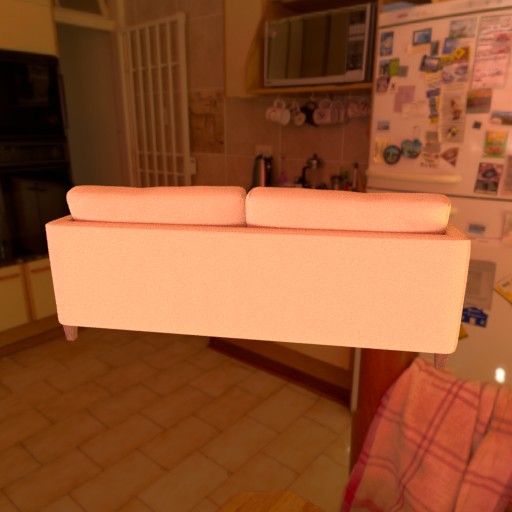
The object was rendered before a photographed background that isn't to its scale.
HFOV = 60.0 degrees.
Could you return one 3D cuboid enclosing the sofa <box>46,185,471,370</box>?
[{"bbox_3d":[0.000,0.000,2.905,2.361,0.968,0.951,3,17,9],"label":"sofa"}]
